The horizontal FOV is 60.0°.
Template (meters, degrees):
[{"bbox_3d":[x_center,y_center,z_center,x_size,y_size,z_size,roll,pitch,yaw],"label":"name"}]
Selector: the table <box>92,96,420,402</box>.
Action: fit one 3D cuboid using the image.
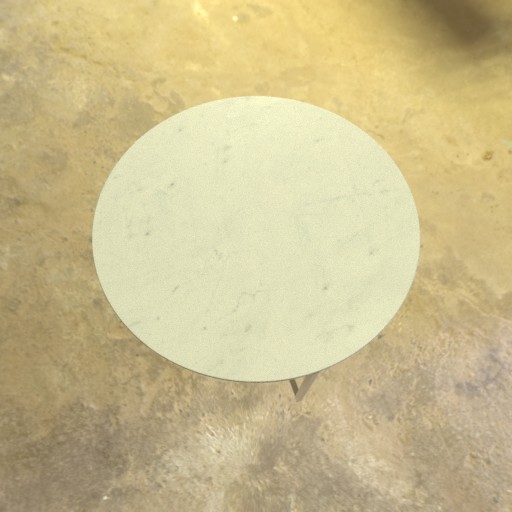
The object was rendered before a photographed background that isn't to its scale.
[{"bbox_3d":[0.000,0.000,1.294,0.800,0.450,0.800,0,64,0],"label":"table"}]
